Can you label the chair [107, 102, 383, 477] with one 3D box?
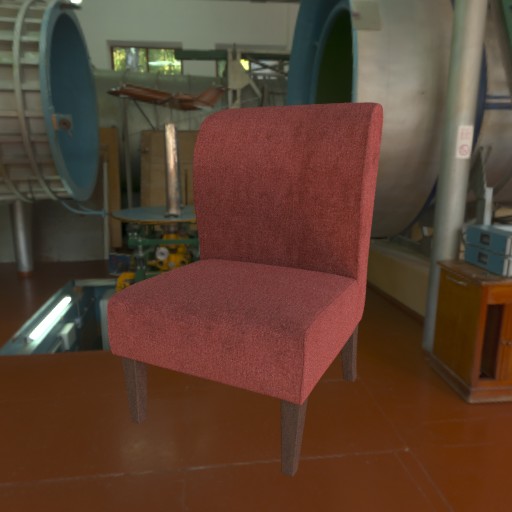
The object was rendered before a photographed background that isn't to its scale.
[{"bbox_3d":[0.000,0.000,1.232,0.538,0.846,0.640,7,15,26],"label":"chair"}]
